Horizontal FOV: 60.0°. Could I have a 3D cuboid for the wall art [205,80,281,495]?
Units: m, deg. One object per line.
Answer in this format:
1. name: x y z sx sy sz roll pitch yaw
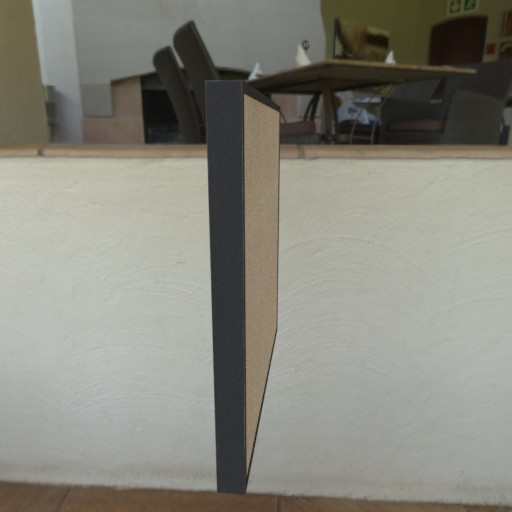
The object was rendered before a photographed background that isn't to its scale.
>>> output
1. wall art: 0.000 0.000 0.756 0.038 0.508 0.508 2 16 7
